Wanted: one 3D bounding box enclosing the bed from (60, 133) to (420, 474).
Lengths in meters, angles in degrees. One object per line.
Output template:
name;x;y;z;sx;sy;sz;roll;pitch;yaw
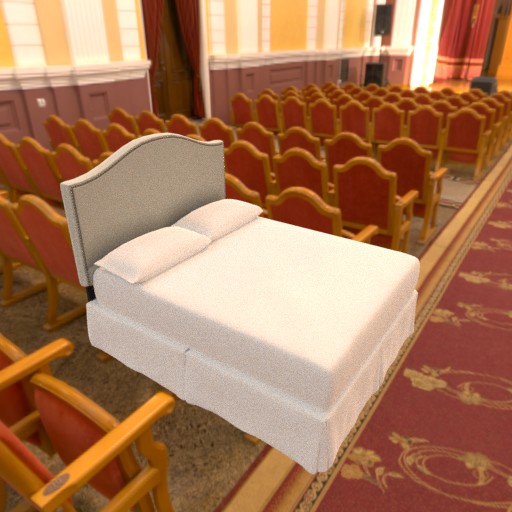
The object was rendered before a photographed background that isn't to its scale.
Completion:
bed;0.000;0.000;3.419;2.180;1.607;1.813;17;31;30
